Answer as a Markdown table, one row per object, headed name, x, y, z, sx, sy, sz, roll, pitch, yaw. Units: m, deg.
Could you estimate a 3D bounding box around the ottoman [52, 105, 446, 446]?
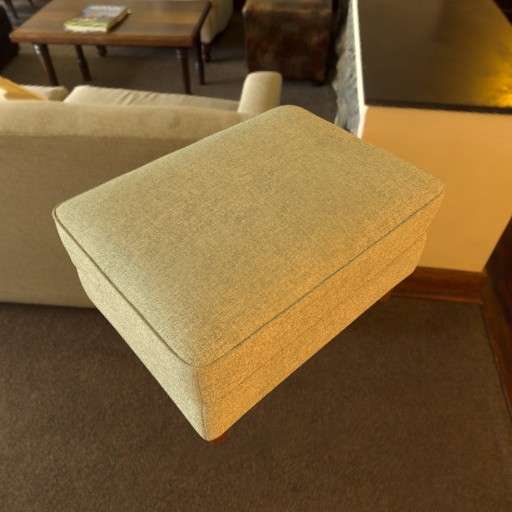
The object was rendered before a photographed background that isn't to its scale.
| name | x | y | z | sx | sy | sz | roll | pitch | yaw |
| --- | --- | --- | --- | --- | --- | --- | --- | --- | --- |
| ottoman | 0.000 | 0.000 | 1.328 | 0.889 | 0.561 | 0.661 | -33 | 54 | -28 |
